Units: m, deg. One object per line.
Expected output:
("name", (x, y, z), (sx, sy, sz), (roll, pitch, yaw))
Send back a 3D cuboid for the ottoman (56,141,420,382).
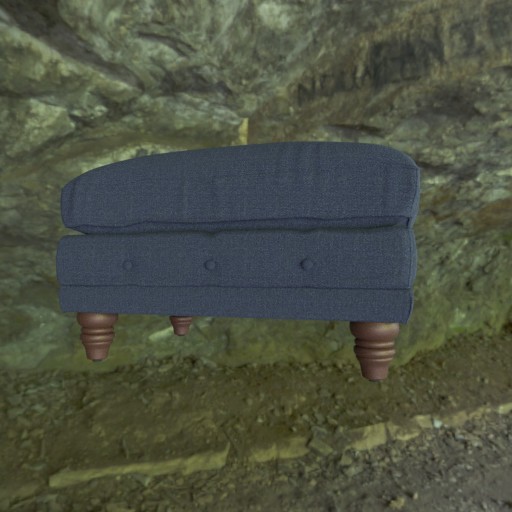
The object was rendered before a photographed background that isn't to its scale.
("ottoman", (0.000, 0.000, 1.126), (0.767, 0.486, 0.558), (-1, -2, 18))
